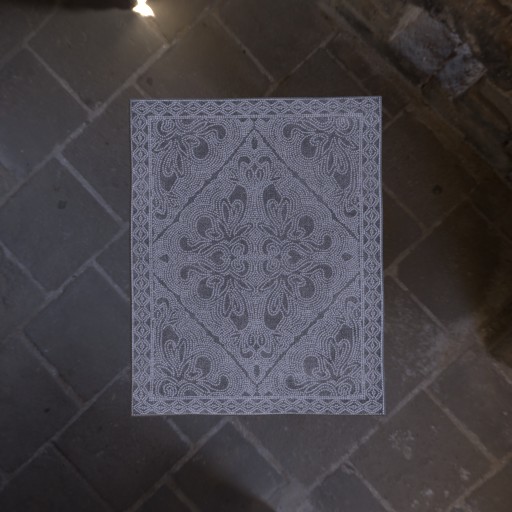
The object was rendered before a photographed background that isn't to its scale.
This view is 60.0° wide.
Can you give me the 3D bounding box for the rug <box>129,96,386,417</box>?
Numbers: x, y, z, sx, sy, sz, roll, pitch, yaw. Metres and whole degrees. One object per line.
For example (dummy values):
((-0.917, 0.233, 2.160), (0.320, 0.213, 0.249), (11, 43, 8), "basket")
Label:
((0.000, 0.000, 4.213), (2.438, 0.012, 3.048), (0, 89, 1), "rug")
